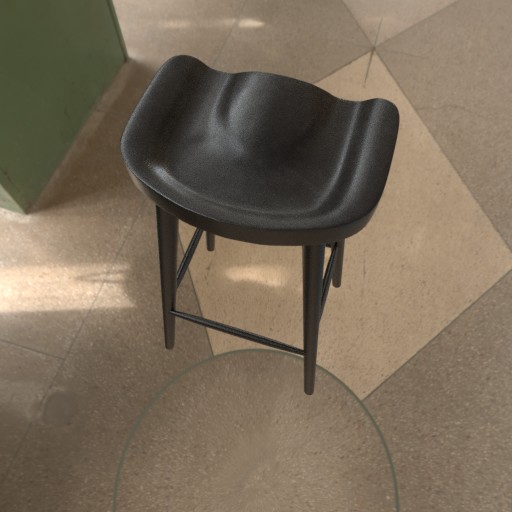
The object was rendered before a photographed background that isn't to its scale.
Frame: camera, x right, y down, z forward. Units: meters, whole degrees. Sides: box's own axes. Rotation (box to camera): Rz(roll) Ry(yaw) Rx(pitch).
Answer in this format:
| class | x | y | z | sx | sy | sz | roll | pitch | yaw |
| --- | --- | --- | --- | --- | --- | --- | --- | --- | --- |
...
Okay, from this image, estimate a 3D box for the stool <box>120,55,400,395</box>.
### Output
| class | x | y | z | sx | sy | sz | roll | pitch | yaw |
| --- | --- | --- | --- | --- | --- | --- | --- | --- | --- |
| stool | 0.000 | 0.000 | 0.990 | 0.440 | 0.749 | 0.361 | 16 | 64 | 8 |
